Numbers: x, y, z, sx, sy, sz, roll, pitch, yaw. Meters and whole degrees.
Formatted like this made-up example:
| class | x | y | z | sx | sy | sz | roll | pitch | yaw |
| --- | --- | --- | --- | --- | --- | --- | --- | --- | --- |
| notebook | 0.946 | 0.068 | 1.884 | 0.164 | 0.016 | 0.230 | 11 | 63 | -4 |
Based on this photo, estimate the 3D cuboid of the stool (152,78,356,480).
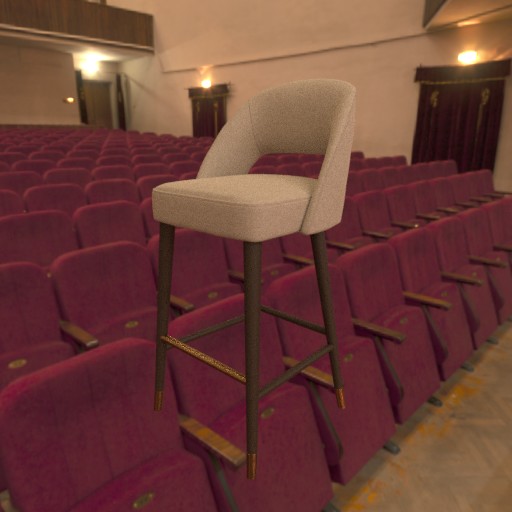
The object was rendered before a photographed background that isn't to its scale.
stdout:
| class | x | y | z | sx | sy | sz | roll | pitch | yaw |
| --- | --- | --- | --- | --- | --- | --- | --- | --- | --- |
| stool | 0.000 | 0.000 | 1.342 | 0.494 | 1.037 | 0.509 | 14 | 21 | 42 |
